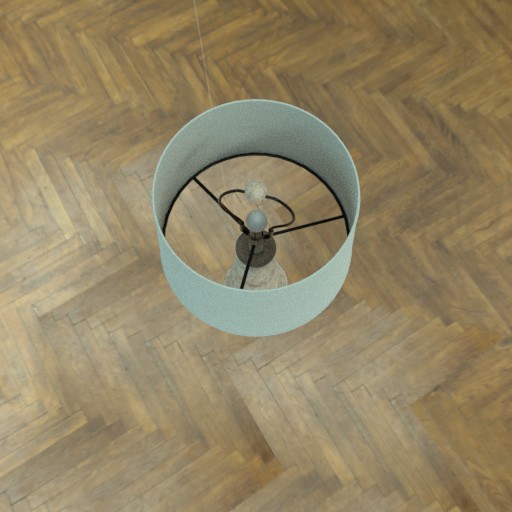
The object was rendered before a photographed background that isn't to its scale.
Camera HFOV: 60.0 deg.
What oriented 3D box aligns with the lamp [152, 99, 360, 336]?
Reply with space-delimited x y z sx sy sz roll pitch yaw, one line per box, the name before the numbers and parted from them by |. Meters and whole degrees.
lamp | 0.000 0.000 0.892 0.340 0.678 0.340 0 75 0
